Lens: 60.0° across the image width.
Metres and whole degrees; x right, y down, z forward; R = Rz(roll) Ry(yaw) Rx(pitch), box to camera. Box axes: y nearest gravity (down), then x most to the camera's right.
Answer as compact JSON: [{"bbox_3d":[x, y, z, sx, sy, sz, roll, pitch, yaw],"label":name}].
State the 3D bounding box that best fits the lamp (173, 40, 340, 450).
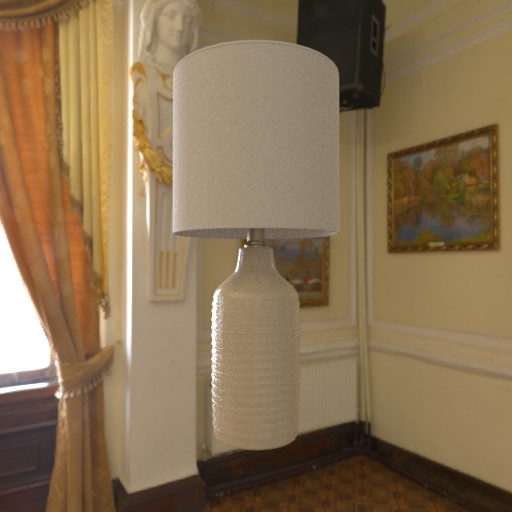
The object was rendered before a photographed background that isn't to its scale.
[{"bbox_3d":[0.000,0.000,0.596,0.220,0.475,0.220,0,-1,-19],"label":"lamp"}]
